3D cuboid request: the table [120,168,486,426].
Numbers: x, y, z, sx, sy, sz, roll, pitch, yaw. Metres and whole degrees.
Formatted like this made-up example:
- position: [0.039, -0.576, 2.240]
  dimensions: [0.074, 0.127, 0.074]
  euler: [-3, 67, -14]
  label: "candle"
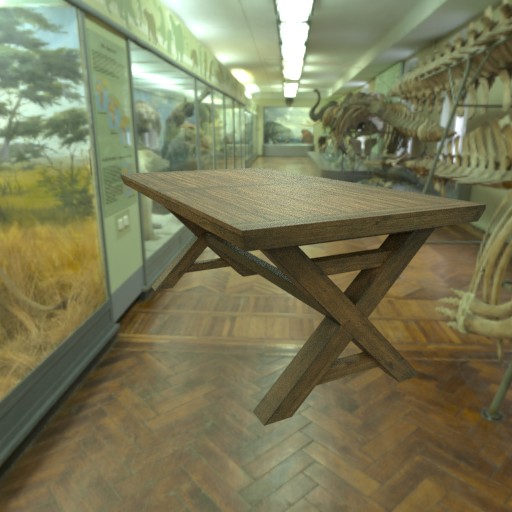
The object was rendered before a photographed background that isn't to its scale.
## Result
- position: [0.000, 0.000, 2.491]
  dimensions: [1.071, 0.793, 1.966]
  euler: [-8, 18, -25]
  label: "table"
